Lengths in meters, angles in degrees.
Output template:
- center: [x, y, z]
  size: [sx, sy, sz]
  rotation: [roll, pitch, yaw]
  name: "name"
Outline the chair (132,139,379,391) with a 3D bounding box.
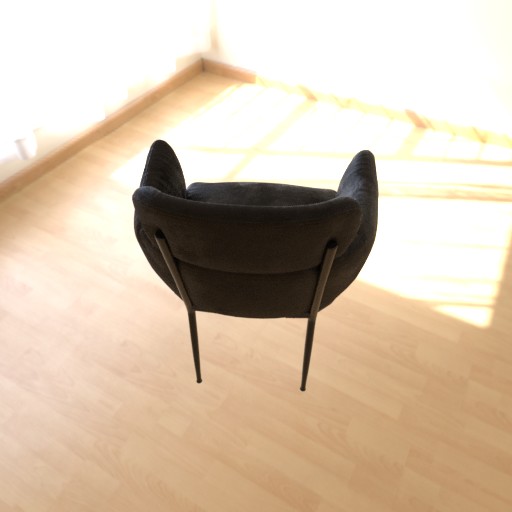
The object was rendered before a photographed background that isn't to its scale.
- center: [0.000, 0.000, 1.252]
  size: [0.640, 0.818, 0.604]
  rotation: [3, 46, 3]
  name: "chair"
